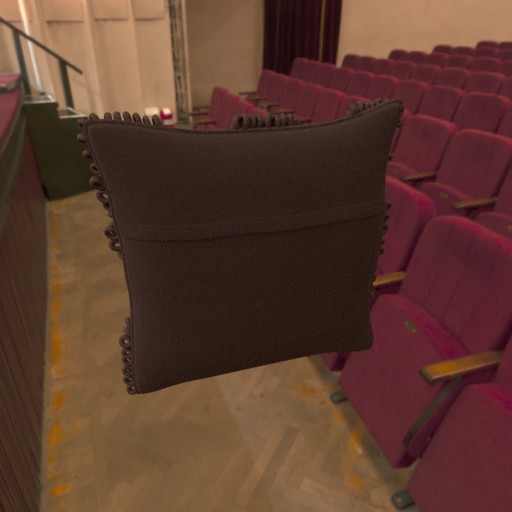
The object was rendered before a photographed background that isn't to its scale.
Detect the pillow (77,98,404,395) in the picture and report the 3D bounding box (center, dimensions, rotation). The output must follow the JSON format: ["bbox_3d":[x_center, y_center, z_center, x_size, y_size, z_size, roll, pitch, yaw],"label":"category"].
[{"bbox_3d":[0.000,0.000,0.712,0.470,0.467,0.172,-8,29,-14],"label":"pillow"}]
